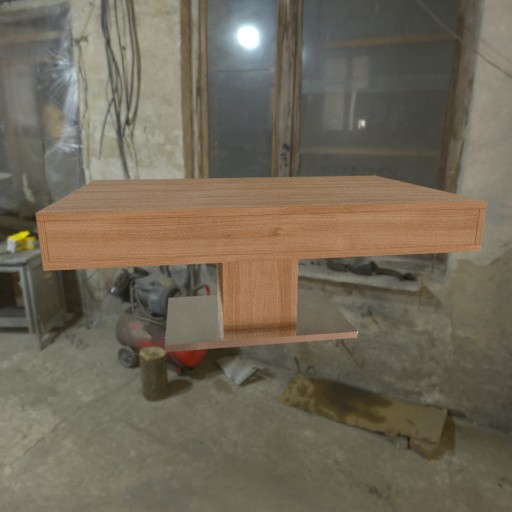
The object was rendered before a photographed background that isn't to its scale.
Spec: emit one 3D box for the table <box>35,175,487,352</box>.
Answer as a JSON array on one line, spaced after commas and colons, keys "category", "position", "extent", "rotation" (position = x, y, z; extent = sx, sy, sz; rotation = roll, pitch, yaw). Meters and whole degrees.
[{"category": "table", "position": [0.000, 0.000, 1.455], "extent": [1.100, 0.440, 0.700], "rotation": [-2, 16, -9]}]
